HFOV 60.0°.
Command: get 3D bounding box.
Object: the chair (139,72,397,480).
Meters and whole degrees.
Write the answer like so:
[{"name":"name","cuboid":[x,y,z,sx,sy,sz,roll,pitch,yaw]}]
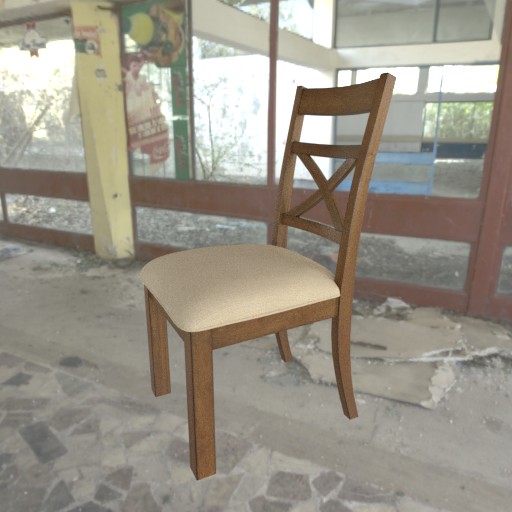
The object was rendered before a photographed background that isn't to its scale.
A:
[{"name":"chair","cuboid":[0.000,0.000,1.249,0.581,0.949,0.461,-8,18,-26]}]
